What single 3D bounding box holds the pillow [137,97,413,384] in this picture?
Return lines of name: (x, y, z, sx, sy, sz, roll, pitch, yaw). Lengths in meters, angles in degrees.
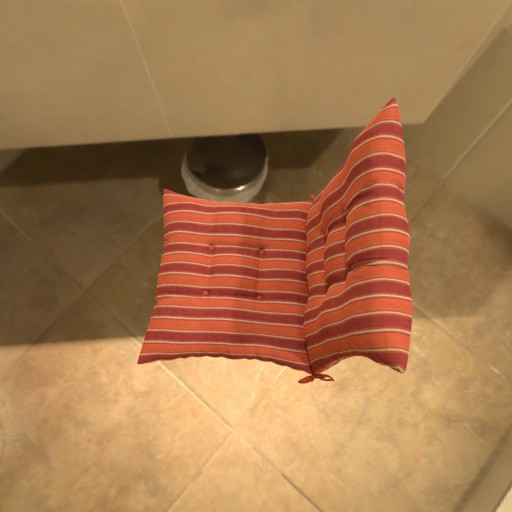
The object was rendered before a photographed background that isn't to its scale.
pillow: (0.000, 0.000, 1.016, 0.585, 0.536, 0.541, 4, 74, 1)
